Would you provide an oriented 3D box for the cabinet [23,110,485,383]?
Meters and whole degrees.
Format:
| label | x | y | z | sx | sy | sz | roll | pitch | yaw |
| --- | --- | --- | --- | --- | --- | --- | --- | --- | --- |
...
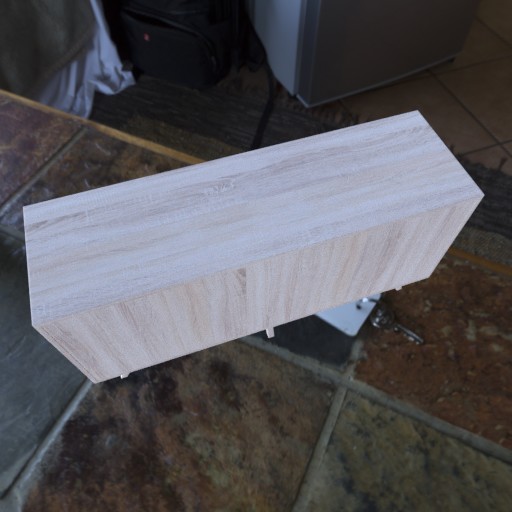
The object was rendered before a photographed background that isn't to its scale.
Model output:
| label | x | y | z | sx | sy | sz | roll | pitch | yaw |
| --- | --- | --- | --- | --- | --- | --- | --- | --- | --- |
| cabinet | 0.000 | 0.000 | 1.984 | 1.650 | 0.780 | 0.500 | -16 | 59 | -10 |
